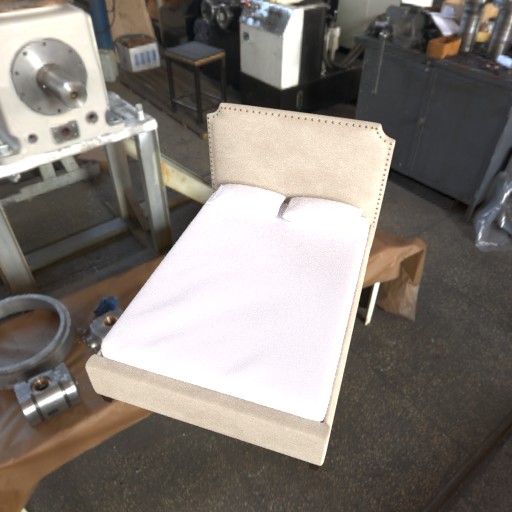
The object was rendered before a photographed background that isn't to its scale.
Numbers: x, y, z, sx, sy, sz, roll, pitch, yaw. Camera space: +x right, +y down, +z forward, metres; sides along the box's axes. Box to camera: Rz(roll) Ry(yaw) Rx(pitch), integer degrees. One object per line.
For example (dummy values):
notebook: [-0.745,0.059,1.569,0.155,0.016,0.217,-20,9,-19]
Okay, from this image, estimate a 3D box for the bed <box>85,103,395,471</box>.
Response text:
bed: [0.000,0.000,3.492,1.712,1.443,2.372,12,42,14]
